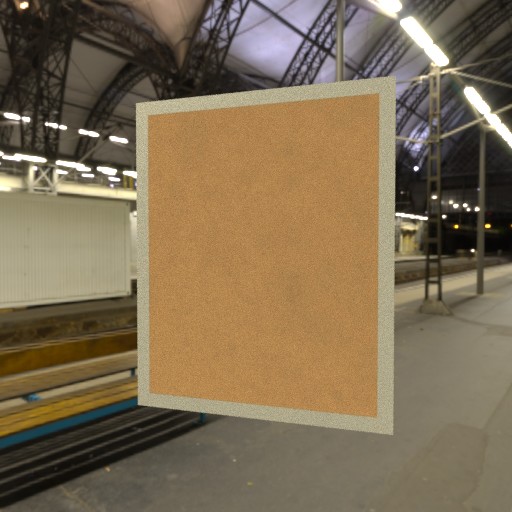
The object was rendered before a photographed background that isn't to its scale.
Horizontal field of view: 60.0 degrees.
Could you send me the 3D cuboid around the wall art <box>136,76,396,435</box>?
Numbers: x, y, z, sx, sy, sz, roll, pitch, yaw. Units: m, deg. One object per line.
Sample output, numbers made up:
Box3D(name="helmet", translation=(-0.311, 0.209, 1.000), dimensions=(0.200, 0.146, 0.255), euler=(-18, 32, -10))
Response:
Box3D(name="wall art", translation=(0.000, 0.000, 1.109), dimensions=(0.661, 0.811, 0.026), euler=(0, 1, 17))
